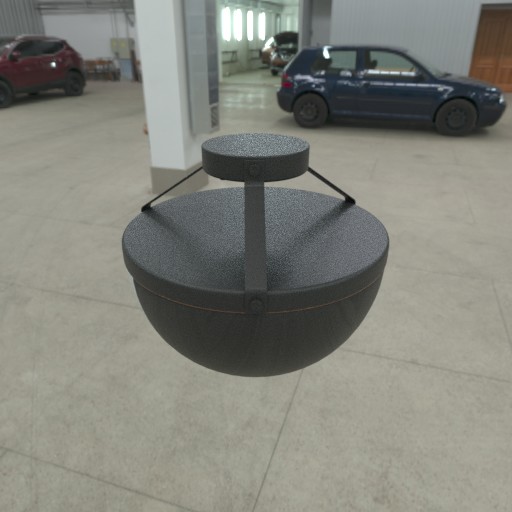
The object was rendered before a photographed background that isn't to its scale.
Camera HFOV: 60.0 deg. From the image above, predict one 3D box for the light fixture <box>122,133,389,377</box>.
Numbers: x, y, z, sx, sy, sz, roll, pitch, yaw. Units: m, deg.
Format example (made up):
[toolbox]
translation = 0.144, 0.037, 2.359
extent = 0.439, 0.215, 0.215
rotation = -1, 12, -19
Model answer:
[light fixture]
translation = 0.000, 0.000, 0.535
extent = 0.304, 0.269, 0.304
rotation = 0, 26, 0
